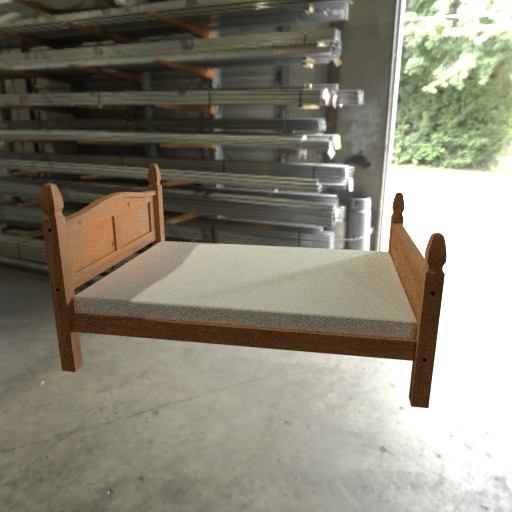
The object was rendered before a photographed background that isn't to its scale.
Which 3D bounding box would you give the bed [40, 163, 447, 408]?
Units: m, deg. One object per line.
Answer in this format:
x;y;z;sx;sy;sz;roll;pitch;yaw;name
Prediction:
0.000;0.000;2.997;2.069;1.100;1.490;3;16;10;bed
